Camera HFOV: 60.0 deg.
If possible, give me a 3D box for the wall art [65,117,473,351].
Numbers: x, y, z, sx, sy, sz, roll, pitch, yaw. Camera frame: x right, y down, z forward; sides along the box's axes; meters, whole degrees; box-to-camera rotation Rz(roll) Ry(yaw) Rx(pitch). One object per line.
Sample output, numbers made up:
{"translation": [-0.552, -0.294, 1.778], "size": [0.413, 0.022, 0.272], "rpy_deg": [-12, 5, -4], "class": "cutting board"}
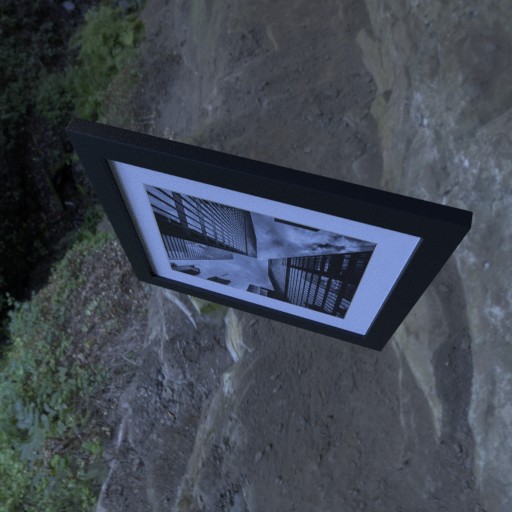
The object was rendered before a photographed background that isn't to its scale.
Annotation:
{"translation": [0.000, 0.000, 0.782], "size": [0.558, 0.457, 0.031], "rpy_deg": [15, 60, 9], "class": "wall art"}
